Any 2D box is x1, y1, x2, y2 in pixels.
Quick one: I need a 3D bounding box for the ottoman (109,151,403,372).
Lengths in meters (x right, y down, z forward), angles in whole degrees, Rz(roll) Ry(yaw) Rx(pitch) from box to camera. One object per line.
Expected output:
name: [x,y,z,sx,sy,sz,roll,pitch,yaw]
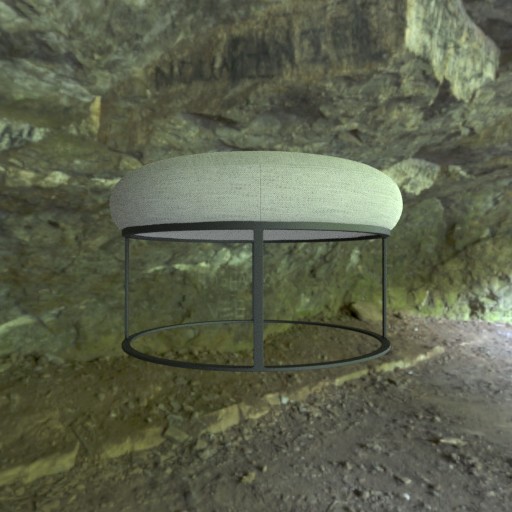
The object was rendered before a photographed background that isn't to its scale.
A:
ottoman: [0.000,0.000,1.220,0.769,0.459,0.769,0,-1,0]
